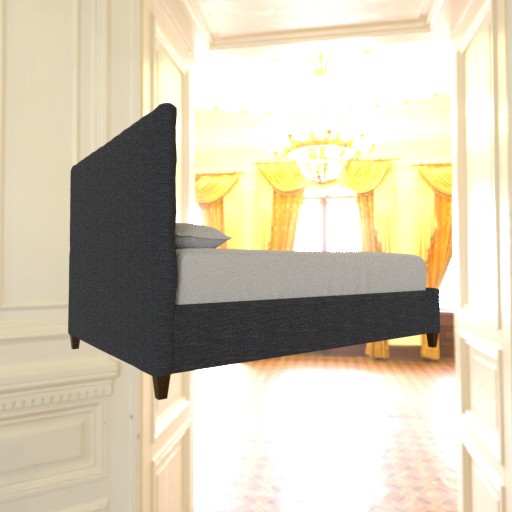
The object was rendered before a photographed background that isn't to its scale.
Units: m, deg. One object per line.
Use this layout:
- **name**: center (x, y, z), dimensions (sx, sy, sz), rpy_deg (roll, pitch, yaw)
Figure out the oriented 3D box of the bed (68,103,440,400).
- **bed**: center (0.000, 0.000, 3.462), dimensions (2.387, 1.427, 1.698), rpy_deg (1, -2, -36)
